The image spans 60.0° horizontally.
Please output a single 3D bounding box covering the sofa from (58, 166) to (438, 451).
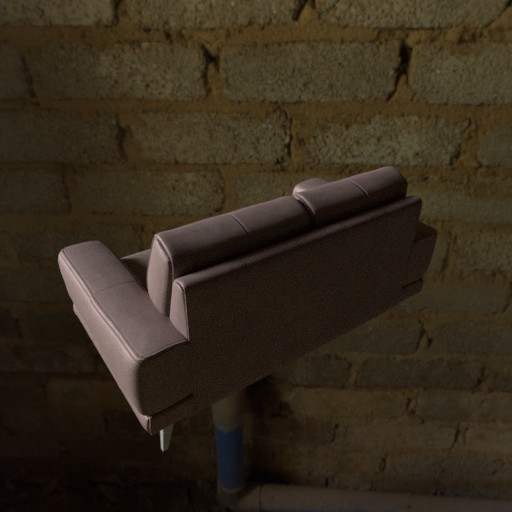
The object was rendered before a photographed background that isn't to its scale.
[{"bbox_3d":[0.000,0.000,2.377,1.806,0.907,1.018,-20,36,-30],"label":"sofa"}]
